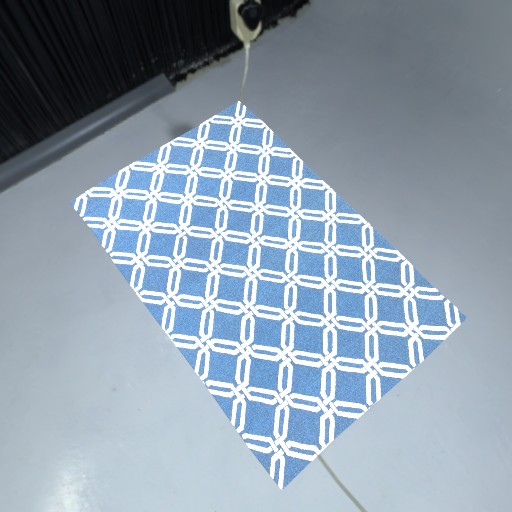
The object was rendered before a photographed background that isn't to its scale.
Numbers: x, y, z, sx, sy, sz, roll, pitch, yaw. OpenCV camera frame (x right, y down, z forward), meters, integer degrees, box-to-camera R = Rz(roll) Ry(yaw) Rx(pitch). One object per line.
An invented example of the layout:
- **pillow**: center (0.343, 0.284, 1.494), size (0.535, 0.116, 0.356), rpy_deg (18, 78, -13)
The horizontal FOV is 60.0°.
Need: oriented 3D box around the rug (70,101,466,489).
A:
- **rug**: center (0.000, 0.000, 2.217), size (1.153, 0.010, 1.755), rpy_deg (-36, 70, -16)
